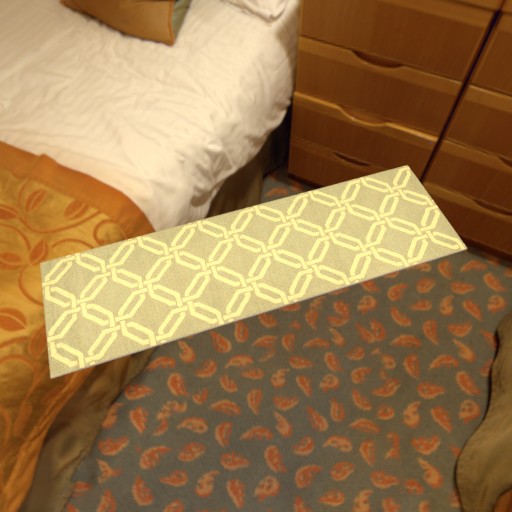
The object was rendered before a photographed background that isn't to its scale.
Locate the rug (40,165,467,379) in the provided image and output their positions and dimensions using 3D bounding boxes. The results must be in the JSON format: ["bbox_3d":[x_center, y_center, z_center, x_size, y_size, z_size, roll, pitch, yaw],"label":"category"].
[{"bbox_3d":[0.000,0.000,2.458,2.276,0.014,0.678,-16,59,-10],"label":"rug"}]
